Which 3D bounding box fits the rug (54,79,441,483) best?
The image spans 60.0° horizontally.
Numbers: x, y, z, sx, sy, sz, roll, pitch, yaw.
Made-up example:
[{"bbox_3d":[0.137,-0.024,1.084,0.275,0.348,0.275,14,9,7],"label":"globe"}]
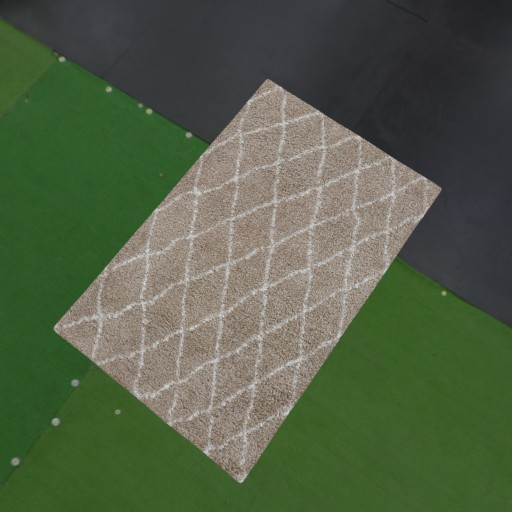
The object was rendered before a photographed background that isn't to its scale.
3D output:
[{"bbox_3d":[0.000,0.000,3.489,1.778,0.030,2.743,36,77,9],"label":"rug"}]
